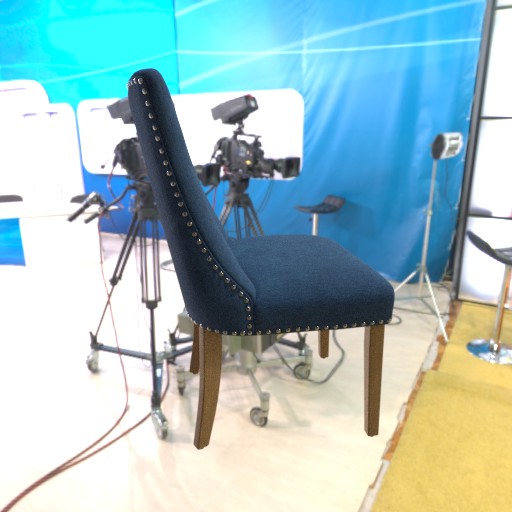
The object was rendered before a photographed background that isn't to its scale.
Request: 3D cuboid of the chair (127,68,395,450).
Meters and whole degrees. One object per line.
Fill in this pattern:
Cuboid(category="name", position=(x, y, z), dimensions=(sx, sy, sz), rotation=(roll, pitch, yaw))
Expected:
Cuboid(category="chair", position=(0.000, 0.000, 1.218), dimensions=(0.610, 0.902, 0.495), rotation=(-2, 16, -9))
